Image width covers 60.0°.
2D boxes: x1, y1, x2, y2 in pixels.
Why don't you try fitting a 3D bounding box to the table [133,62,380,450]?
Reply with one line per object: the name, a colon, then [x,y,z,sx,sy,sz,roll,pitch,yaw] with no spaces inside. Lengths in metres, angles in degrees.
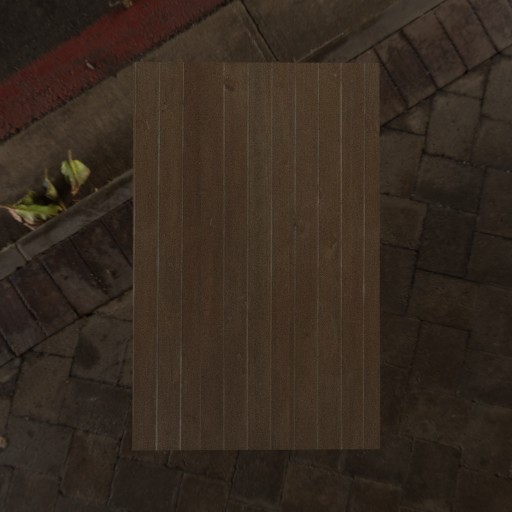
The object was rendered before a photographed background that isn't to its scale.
table: [0.000,0.000,1.693,0.827,0.413,1.299,0,90,-1]
